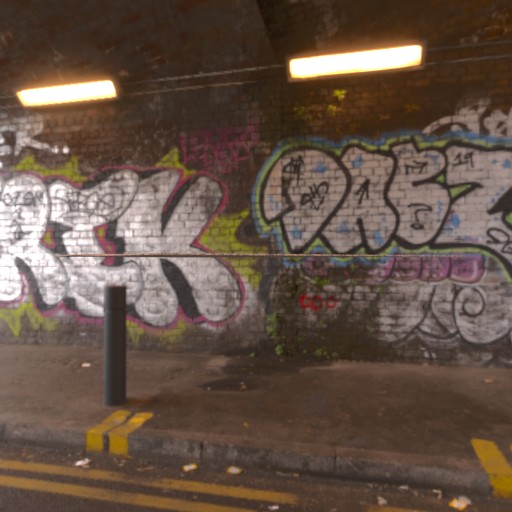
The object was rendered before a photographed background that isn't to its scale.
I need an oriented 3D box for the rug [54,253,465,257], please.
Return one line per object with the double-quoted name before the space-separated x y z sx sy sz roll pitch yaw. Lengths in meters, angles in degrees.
"rug" 0.000 0.000 4.193 3.054 0.030 2.430 0 -1 -36
